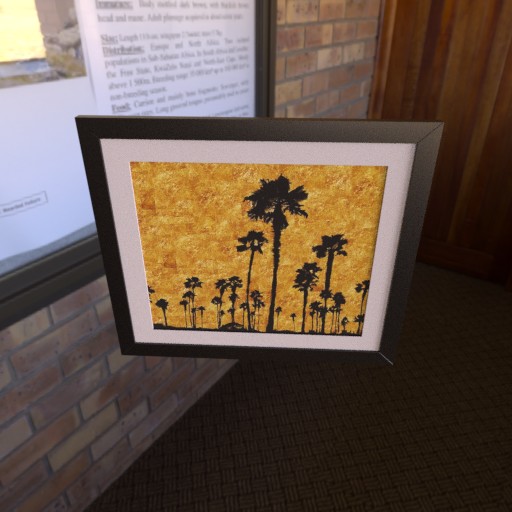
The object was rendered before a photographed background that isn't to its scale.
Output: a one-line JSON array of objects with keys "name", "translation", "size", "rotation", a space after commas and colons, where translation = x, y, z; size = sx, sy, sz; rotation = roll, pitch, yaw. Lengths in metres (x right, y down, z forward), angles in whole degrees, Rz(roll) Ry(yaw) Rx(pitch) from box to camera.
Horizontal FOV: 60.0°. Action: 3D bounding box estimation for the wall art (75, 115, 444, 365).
[{"name": "wall art", "translation": [0.000, 0.000, 0.545], "size": [0.383, 0.332, 0.012], "rotation": [1, 30, 3]}]
